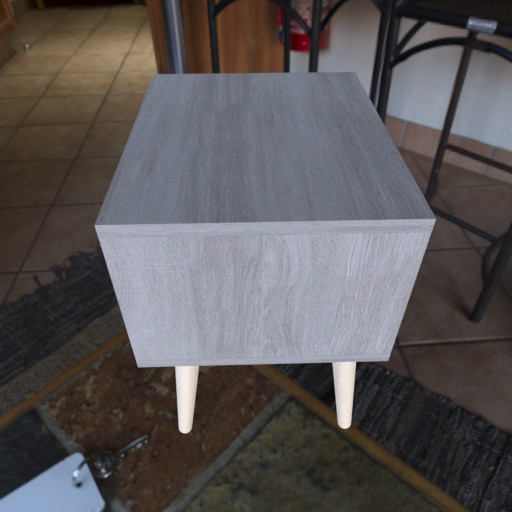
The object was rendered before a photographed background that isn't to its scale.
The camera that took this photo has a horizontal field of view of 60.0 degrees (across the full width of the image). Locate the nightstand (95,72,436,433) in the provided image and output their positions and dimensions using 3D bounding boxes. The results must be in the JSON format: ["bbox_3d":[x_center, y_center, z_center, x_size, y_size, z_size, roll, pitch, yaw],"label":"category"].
[{"bbox_3d":[0.000,0.000,0.814,0.380,0.500,0.450,-1,42,-1],"label":"nightstand"}]
